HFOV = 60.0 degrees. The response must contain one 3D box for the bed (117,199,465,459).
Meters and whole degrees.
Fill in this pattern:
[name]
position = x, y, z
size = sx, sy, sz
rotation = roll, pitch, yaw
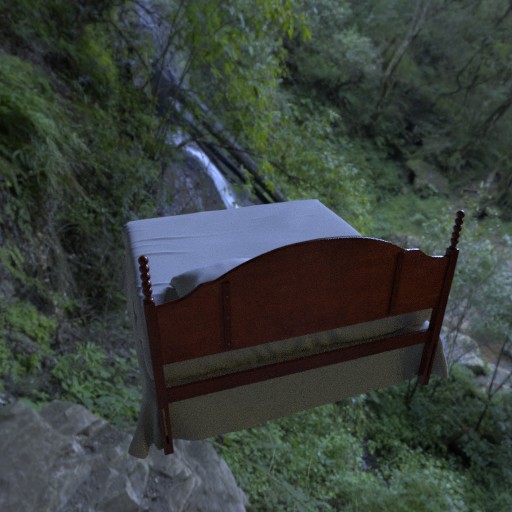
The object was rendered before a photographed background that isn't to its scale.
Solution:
[bed]
position = 0.000, 0.000, 3.586
size = 2.322, 1.355, 2.219
rotation = -9, 29, -16
